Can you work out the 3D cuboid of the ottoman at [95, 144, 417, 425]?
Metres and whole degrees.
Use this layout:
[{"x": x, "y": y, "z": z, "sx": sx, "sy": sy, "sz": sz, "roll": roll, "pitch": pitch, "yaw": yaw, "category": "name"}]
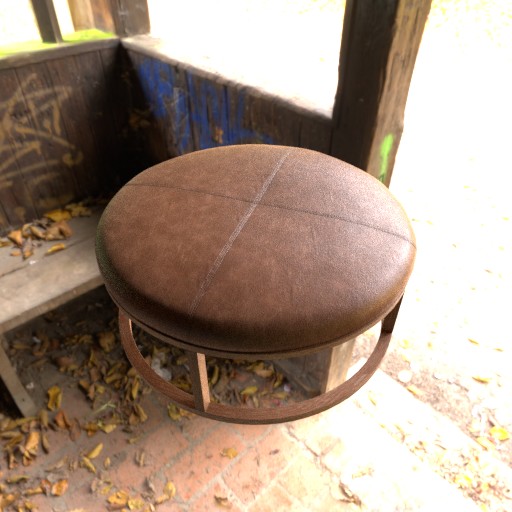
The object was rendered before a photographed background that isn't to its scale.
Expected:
[{"x": 0.000, "y": 0.000, "z": 1.525, "sx": 1.006, "sy": 0.445, "sz": 1.006, "roll": 0, "pitch": 40, "yaw": 0, "category": "ottoman"}]
